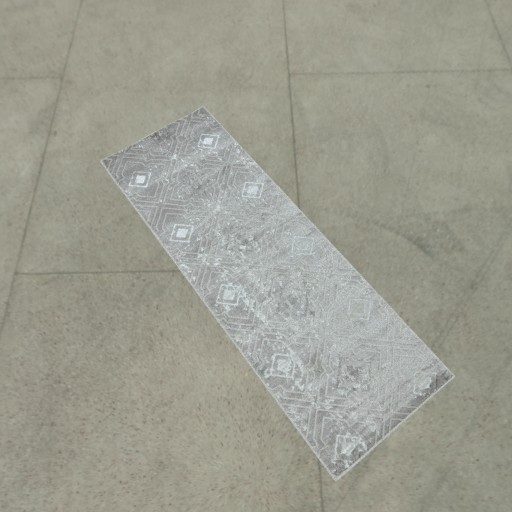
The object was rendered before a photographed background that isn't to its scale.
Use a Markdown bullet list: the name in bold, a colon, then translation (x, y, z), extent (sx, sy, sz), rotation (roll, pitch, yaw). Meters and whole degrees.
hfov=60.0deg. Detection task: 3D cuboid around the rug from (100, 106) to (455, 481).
- **rug**: translation (0.000, 0.000, 2.642), extent (0.832, 0.035, 2.381), rotation (-34, 68, -16)
